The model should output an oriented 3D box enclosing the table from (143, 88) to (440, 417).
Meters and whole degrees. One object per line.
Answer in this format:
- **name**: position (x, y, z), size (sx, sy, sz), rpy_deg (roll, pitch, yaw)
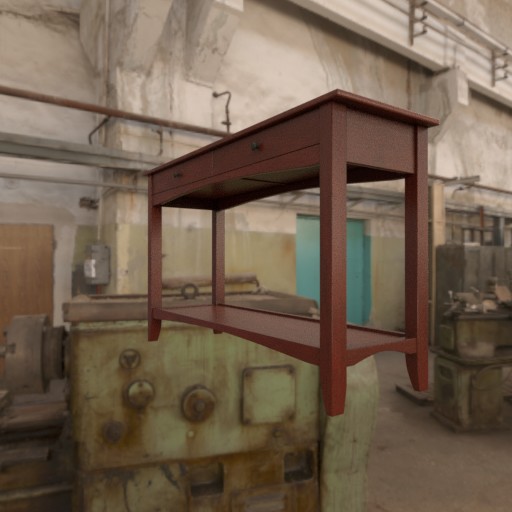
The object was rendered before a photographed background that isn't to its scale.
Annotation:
- **table**: position (0.000, 0.000, 1.578), size (0.392, 0.739, 1.188), rpy_deg (0, 0, -35)
